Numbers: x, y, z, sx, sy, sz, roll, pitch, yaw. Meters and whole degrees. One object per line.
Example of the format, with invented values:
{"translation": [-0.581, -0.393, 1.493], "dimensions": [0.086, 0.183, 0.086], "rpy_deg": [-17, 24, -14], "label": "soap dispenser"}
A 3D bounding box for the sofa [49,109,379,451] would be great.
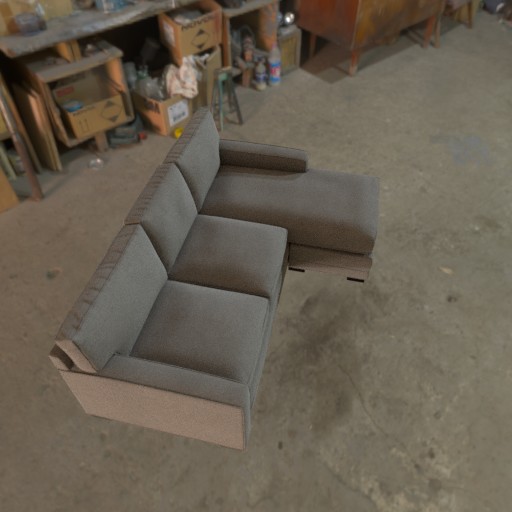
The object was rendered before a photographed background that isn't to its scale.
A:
{"translation": [0.000, 0.000, 2.784], "dimensions": [1.496, 0.861, 2.087], "rpy_deg": [9, 48, 9], "label": "sofa"}
